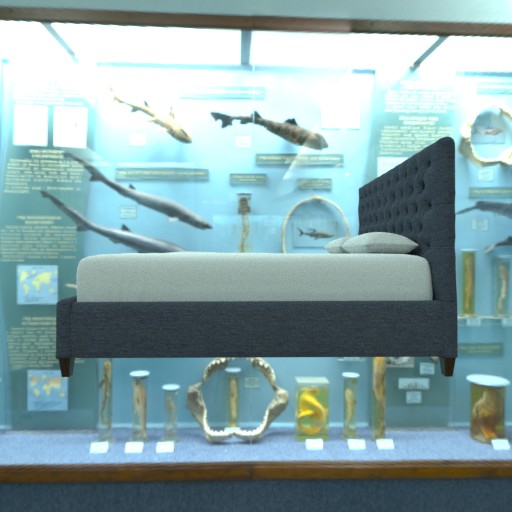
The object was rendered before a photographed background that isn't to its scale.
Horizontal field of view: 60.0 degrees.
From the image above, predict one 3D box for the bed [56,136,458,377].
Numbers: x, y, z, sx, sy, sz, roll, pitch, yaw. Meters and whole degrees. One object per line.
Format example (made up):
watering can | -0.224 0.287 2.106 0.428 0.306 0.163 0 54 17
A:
bed | 0.000 0.000 3.628 2.387 1.427 2.078 0 0 0
